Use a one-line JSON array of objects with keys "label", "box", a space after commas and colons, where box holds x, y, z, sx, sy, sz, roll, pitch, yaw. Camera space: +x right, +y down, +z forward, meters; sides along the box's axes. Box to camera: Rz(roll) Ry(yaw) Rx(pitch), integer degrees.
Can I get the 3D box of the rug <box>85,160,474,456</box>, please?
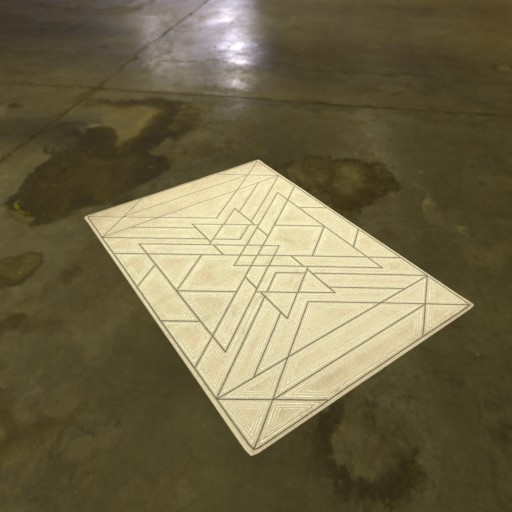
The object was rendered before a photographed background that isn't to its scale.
[{"label": "rug", "box": [0.000, 0.000, 4.509, 2.436, 0.026, 3.381, -24, 45, -26]}]
